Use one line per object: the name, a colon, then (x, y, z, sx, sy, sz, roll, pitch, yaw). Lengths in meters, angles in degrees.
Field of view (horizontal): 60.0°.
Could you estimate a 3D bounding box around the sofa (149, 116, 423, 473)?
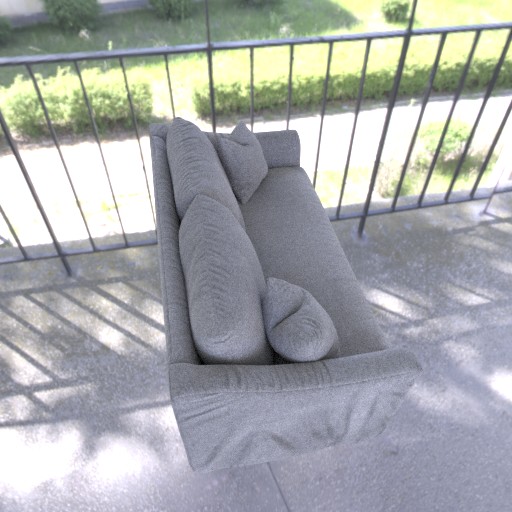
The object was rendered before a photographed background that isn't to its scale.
sofa: (0.000, 0.000, 2.594, 1.072, 1.018, 2.010, -9, 46, -8)
